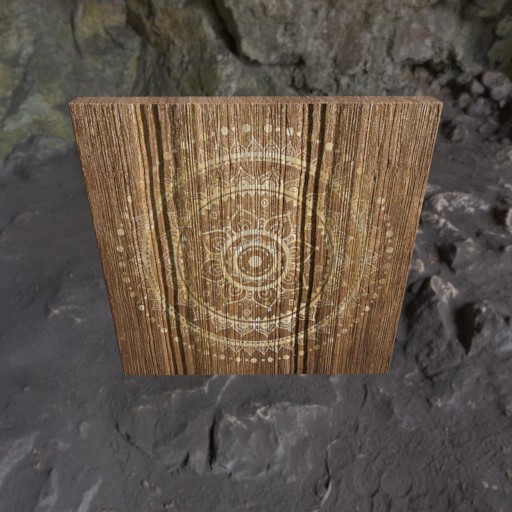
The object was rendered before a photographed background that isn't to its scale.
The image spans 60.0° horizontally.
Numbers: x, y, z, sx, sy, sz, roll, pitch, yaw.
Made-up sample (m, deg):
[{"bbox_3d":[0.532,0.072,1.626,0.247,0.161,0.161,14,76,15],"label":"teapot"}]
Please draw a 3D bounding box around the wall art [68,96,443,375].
[{"bbox_3d":[0.000,0.000,0.594,0.406,0.403,0.039,0,30,-1],"label":"wall art"}]
